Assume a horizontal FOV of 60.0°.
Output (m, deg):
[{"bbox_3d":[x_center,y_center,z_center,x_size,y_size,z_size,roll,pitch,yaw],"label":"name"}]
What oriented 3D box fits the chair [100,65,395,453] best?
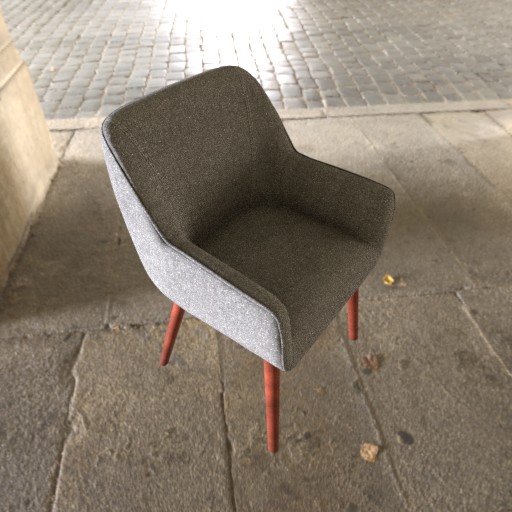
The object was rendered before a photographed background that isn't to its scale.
[{"bbox_3d":[0.000,0.000,1.177,0.519,0.803,0.543,26,47,27],"label":"chair"}]
